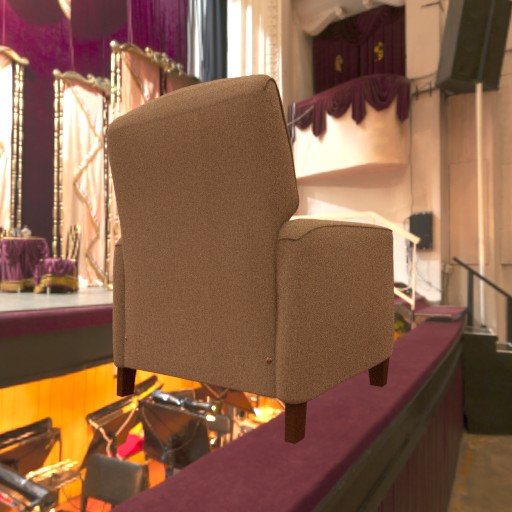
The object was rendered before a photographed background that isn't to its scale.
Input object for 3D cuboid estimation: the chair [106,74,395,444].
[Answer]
[{"bbox_3d":[0.000,0.000,1.676,0.848,1.014,0.864,-1,-1,35],"label":"chair"}]
